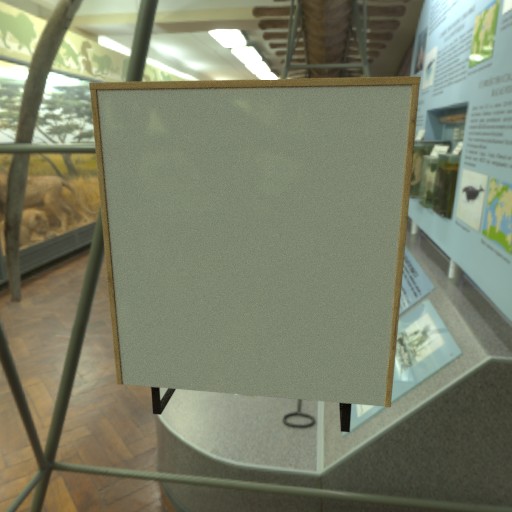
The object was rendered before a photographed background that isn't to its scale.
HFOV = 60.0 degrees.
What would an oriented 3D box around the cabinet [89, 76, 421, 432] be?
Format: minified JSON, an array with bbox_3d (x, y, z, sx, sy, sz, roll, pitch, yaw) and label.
[{"bbox_3d":[0.000,0.000,1.949,1.168,1.397,0.473,2,15,8],"label":"cabinet"}]
